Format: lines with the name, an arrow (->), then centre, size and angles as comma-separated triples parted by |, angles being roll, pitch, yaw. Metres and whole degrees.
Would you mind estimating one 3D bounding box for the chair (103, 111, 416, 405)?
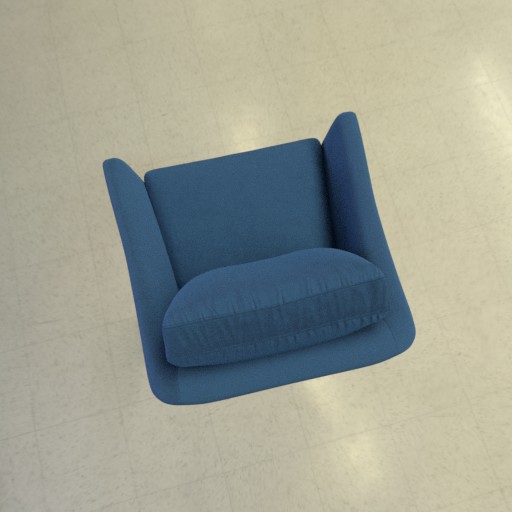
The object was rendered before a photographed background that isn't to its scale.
chair -> 0.000, 0.000, 1.708 | 0.987, 0.899, 0.961 | -12, 75, -3
